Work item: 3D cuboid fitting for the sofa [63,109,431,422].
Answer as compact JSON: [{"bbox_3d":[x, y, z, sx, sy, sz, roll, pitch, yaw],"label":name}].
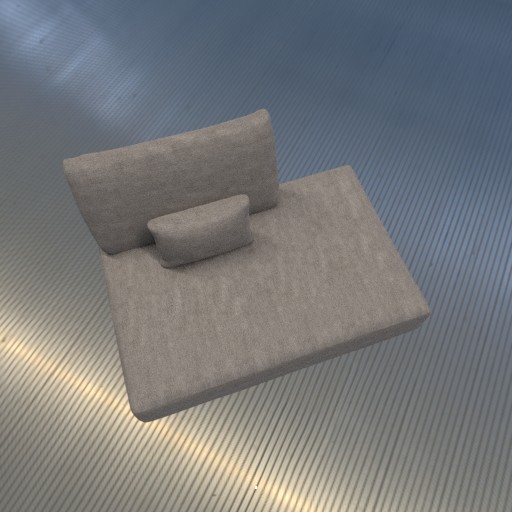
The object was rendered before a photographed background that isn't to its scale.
[{"bbox_3d":[0.000,0.000,2.068,1.450,0.820,1.002,-17,64,-9],"label":"sofa"}]
